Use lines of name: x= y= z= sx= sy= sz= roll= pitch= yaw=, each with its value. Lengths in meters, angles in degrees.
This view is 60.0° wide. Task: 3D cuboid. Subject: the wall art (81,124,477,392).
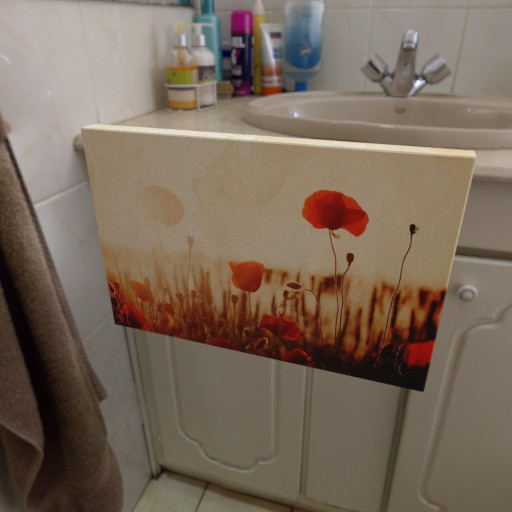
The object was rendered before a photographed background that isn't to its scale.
wall art: x=0.000 y=0.000 z=0.764 sx=0.613 sy=0.402 sz=0.040 roll=9 pitch=28 yaw=17
